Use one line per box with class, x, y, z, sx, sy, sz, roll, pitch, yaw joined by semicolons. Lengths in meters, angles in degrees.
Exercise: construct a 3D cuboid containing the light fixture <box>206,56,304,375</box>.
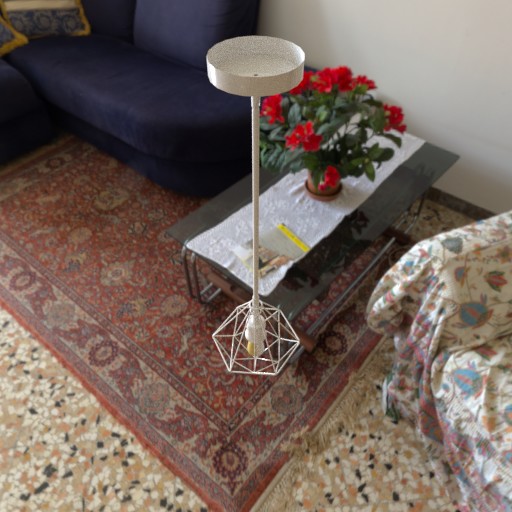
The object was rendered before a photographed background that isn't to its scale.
light fixture;0.000;0.000;1.973;0.487;1.764;0.431;3;47;3
